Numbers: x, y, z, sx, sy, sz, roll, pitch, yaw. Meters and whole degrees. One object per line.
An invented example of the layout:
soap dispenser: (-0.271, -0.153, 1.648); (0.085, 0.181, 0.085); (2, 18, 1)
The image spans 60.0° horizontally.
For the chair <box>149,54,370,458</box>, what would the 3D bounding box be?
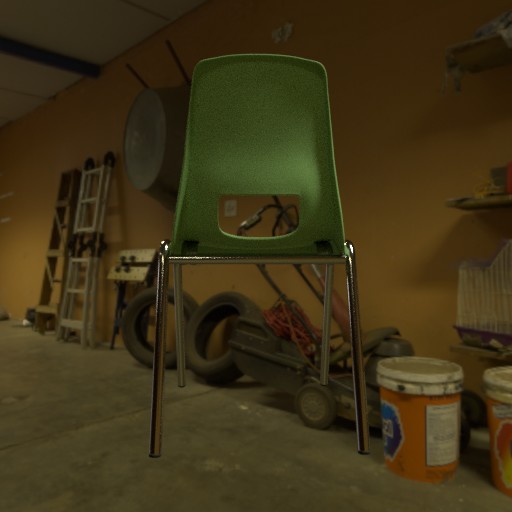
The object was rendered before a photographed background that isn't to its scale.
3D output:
chair: (0.000, 0.000, 0.926); (0.381, 0.653, 0.436); (0, -1, -2)
